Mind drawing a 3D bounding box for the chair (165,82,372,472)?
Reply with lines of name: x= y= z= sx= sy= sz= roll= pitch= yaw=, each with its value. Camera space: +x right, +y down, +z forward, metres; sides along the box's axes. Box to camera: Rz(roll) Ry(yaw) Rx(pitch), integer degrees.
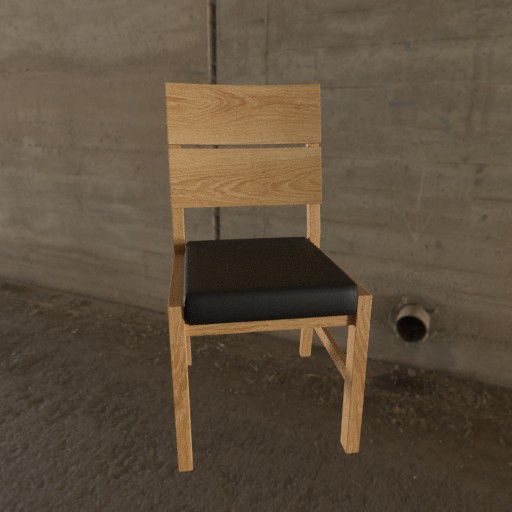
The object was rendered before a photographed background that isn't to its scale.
chair: x=0.000 y=0.000 z=1.264 sx=0.475 sy=0.950 sz=0.569 roll=-3 pitch=18 yaw=-8
